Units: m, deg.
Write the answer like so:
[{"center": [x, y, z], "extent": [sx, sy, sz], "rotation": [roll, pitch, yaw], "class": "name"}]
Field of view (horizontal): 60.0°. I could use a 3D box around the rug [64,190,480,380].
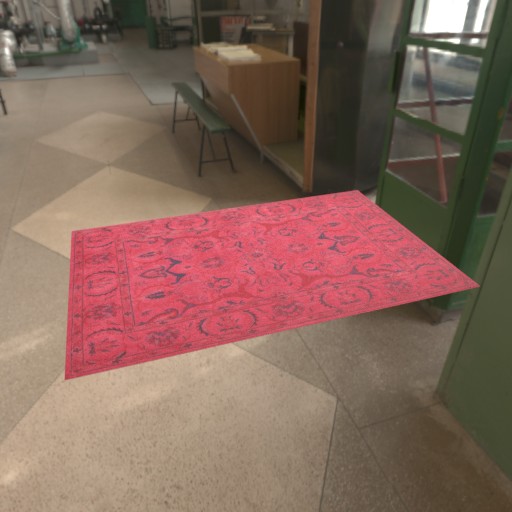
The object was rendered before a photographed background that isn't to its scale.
[{"center": [0.000, 0.000, 3.045], "extent": [2.423, 0.010, 1.534], "rotation": [-10, 34, -15], "class": "rug"}]
